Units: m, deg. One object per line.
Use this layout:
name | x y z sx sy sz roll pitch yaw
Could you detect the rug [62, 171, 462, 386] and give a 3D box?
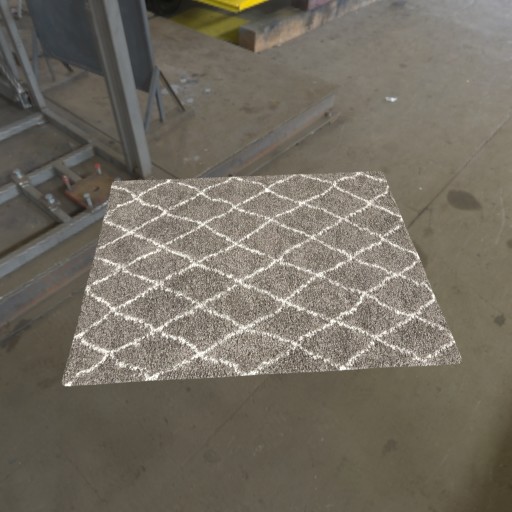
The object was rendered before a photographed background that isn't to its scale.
rug | 0.000 0.000 4.170 3.047 0.029 2.438 -3 47 -2
